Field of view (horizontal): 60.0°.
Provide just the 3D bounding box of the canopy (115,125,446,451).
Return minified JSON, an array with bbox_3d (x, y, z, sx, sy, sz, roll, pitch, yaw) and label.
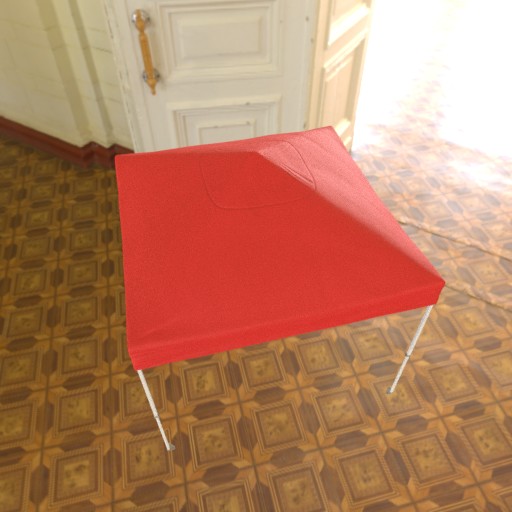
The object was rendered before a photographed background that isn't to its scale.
[{"bbox_3d":[0.000,0.000,5.484,2.998,2.997,2.996,-11,47,-10],"label":"canopy"}]
